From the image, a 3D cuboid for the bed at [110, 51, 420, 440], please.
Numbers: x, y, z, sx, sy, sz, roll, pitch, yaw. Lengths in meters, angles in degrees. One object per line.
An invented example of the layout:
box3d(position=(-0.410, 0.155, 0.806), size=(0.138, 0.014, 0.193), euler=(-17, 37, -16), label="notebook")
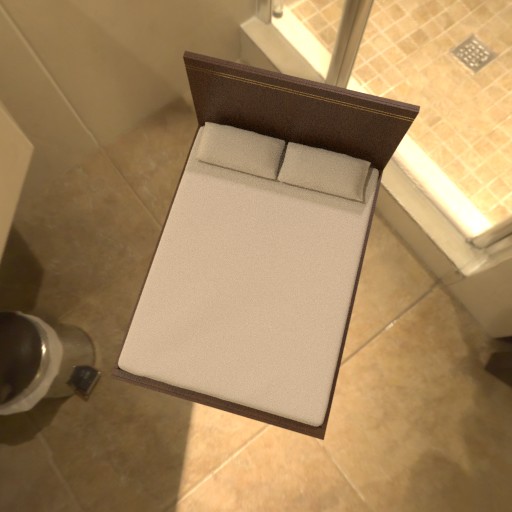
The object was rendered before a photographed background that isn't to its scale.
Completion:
box3d(position=(0.000, 0.000, 3.234), size=(1.613, 1.169, 2.221), euler=(15, 75, 4), label="bed")
